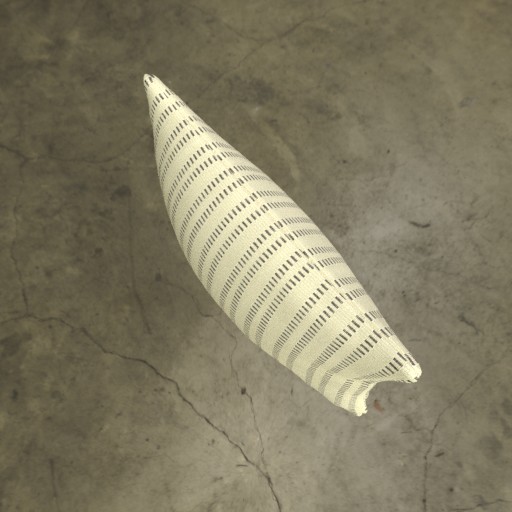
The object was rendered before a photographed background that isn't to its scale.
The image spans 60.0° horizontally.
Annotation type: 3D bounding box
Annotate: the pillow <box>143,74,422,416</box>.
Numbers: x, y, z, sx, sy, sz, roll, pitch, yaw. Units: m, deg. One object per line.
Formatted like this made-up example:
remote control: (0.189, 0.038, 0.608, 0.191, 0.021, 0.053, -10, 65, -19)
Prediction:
pillow: (0.000, 0.000, 0.787, 0.210, 0.353, 0.640, -34, 69, -15)
